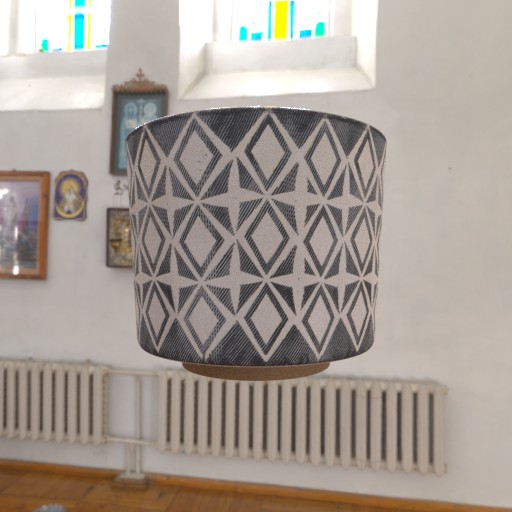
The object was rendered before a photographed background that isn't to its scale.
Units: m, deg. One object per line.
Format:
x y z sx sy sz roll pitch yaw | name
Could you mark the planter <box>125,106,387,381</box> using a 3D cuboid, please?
0.000 0.000 0.458 0.260 0.220 0.260 0 -1 0 | planter
